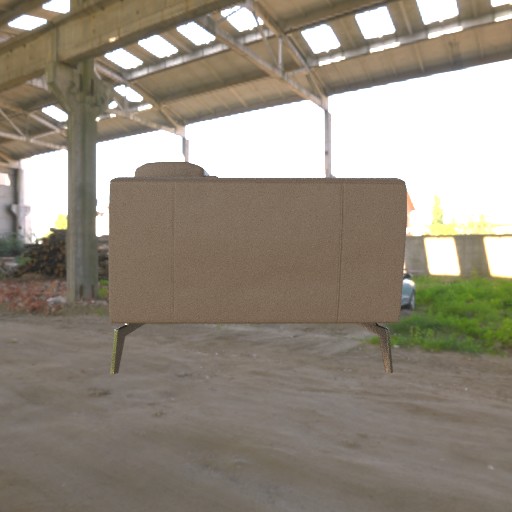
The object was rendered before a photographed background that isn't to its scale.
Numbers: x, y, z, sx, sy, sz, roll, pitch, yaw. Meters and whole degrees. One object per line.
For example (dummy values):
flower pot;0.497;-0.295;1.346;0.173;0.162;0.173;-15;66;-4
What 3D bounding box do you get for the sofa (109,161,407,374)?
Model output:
sofa;0.000;0.000;2.369;1.003;0.779;1.895;0;0;-1
